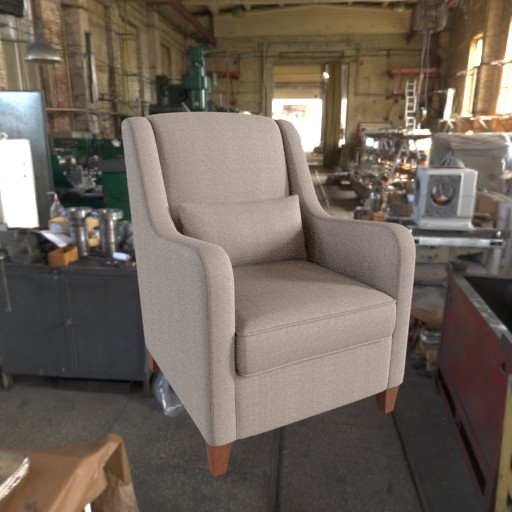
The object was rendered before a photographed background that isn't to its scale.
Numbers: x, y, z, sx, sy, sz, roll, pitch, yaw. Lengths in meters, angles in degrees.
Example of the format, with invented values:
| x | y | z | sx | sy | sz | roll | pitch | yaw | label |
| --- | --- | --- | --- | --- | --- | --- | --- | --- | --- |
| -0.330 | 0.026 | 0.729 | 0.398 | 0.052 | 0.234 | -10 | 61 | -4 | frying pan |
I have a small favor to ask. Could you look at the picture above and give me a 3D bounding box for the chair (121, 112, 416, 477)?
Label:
| x | y | z | sx | sy | sz | roll | pitch | yaw | label |
| --- | --- | --- | --- | --- | --- | --- | --- | --- | --- |
| 0.000 | 0.000 | 1.598 | 0.715 | 1.017 | 0.890 | -8 | 17 | -26 | chair |
